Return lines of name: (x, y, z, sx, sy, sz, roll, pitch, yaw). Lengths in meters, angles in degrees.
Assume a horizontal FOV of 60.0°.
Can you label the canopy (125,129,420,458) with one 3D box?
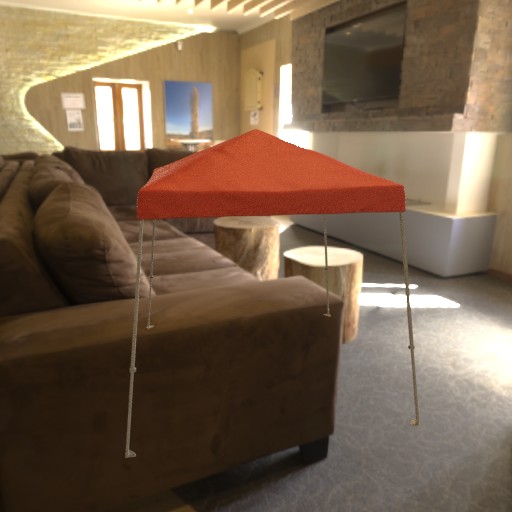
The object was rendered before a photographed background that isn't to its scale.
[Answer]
canopy: (0.000, 0.000, 5.173, 2.849, 2.850, 2.850, -3, 16, -9)
